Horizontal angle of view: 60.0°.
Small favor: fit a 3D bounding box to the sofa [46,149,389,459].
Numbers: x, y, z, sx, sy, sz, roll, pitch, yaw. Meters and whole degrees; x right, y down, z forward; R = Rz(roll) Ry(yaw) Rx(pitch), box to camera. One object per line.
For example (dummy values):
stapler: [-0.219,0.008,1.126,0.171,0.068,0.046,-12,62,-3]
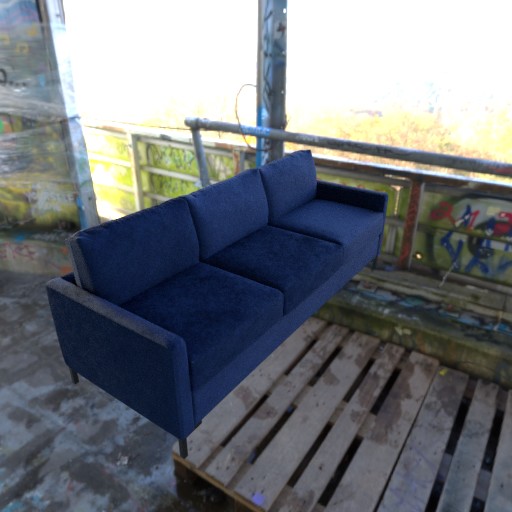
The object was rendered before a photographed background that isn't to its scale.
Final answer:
sofa: [0.000,0.000,2.742,0.875,0.879,2.252,18,32,31]
